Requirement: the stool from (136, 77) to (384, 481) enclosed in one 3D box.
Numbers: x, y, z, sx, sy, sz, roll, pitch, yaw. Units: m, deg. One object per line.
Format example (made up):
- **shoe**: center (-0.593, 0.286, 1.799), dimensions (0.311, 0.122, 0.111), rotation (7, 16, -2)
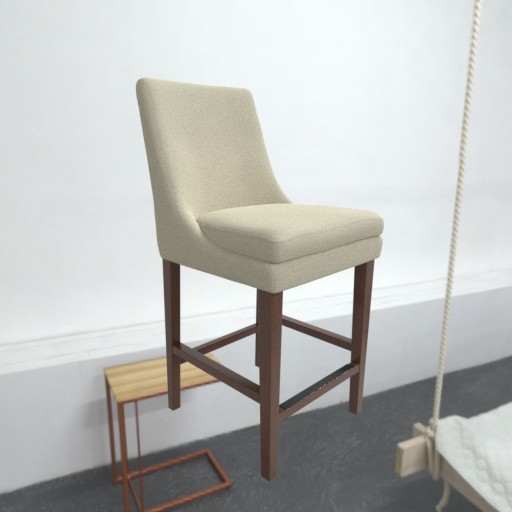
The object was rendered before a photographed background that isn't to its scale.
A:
- **stool**: center (0.000, 0.000, 1.288), dimensions (0.470, 0.981, 0.577), rotation (-14, 20, -43)
